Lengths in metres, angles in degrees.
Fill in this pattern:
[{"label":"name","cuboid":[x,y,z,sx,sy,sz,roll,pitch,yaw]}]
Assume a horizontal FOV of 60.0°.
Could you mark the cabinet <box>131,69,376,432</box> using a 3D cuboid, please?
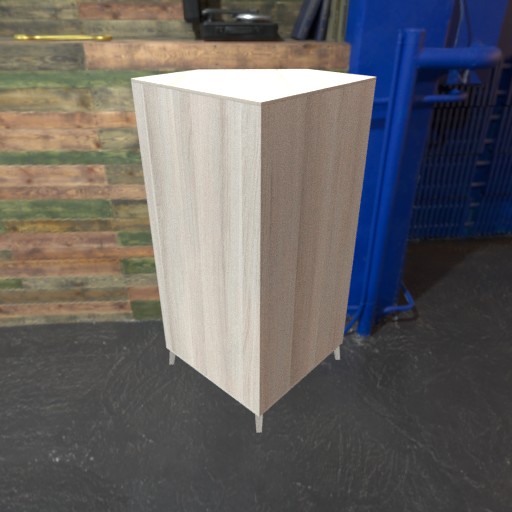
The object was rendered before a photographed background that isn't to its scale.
[{"label":"cabinet","cuboid":[0.000,0.000,2.653,1.272,1.957,0.969,-1,30,-2]}]
